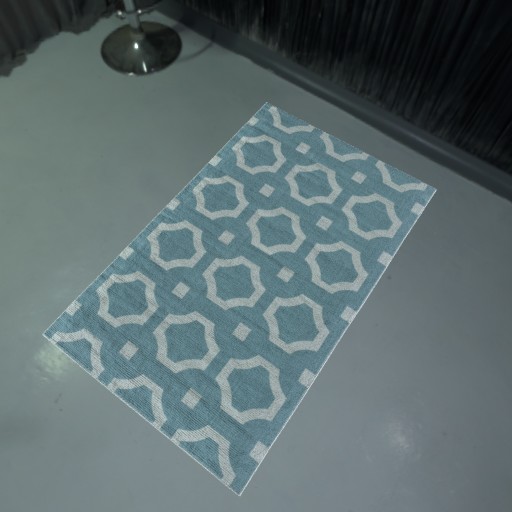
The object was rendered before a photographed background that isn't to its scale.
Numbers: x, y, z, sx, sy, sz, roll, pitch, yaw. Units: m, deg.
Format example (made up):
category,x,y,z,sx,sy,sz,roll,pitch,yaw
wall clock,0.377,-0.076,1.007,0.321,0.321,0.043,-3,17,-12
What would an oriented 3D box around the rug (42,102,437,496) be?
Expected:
category,x,y,z,sx,sy,sz,roll,pitch,yaw
rug,0.000,0.000,3.007,1.528,0.015,2.443,32,67,16
